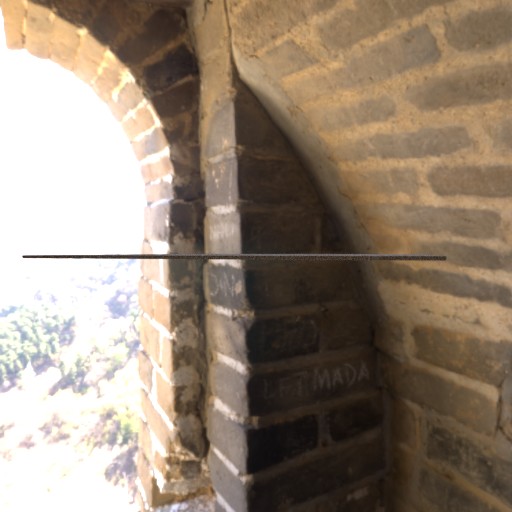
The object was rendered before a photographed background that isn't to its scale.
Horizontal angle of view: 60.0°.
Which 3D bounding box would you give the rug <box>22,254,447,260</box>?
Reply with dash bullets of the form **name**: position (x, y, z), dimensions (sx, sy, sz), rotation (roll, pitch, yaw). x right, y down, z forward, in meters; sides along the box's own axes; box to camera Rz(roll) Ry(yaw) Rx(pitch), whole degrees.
- **rug**: position (0.000, 0.000, 4.085), dimensions (3.000, 0.026, 2.400), rotation (0, 1, 17)
